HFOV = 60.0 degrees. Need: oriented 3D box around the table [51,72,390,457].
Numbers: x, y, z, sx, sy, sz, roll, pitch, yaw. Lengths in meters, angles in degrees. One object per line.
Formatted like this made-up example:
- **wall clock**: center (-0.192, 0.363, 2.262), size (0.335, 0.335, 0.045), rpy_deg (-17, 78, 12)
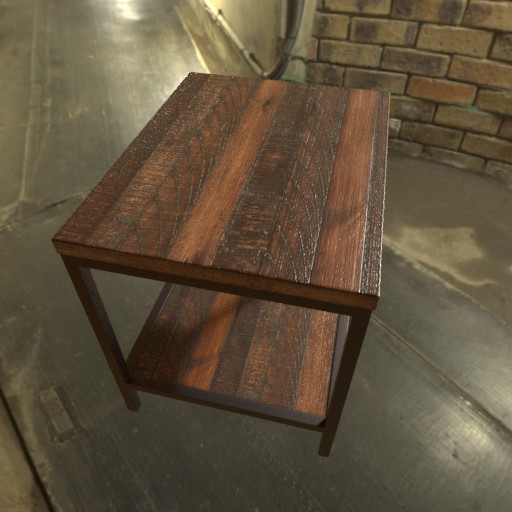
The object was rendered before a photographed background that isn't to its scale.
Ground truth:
- **table**: center (0.000, 0.000, 1.124), size (0.524, 0.612, 0.678), rpy_deg (10, 46, 9)
